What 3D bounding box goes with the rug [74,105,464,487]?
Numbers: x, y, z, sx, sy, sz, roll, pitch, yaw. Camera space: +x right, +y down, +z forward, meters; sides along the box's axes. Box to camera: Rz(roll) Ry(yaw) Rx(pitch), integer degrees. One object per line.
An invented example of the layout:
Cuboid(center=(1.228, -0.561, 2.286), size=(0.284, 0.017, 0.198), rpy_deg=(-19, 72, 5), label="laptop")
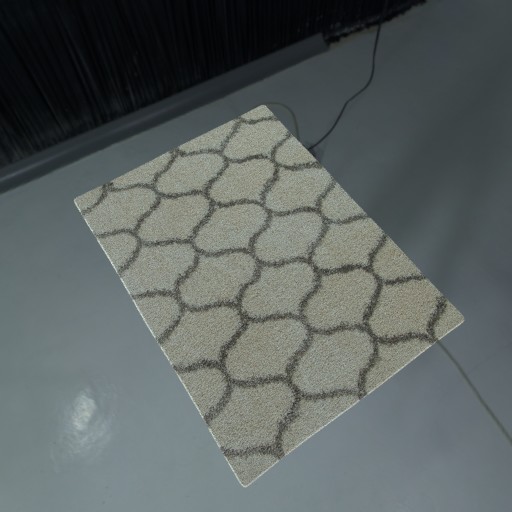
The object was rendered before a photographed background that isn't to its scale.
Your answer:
Cuboid(center=(0.000, 0.000, 2.145), size=(1.200, 0.025, 1.600), rpy_deg=(-31, 67, -15), label="rug")
